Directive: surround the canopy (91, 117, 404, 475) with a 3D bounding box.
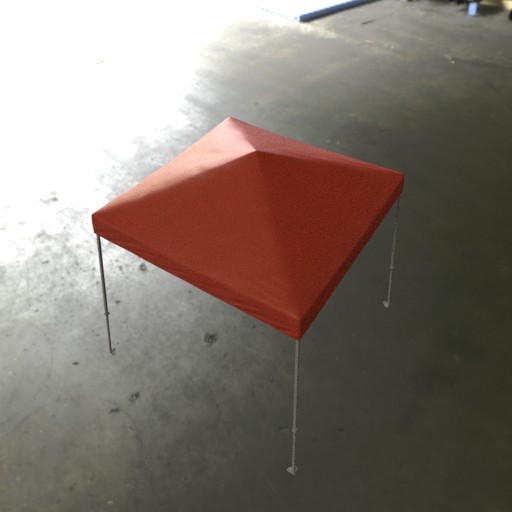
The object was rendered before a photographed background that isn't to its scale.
[{"bbox_3d":[0.000,0.000,5.231,2.850,2.850,2.849,25,50,23],"label":"canopy"}]
